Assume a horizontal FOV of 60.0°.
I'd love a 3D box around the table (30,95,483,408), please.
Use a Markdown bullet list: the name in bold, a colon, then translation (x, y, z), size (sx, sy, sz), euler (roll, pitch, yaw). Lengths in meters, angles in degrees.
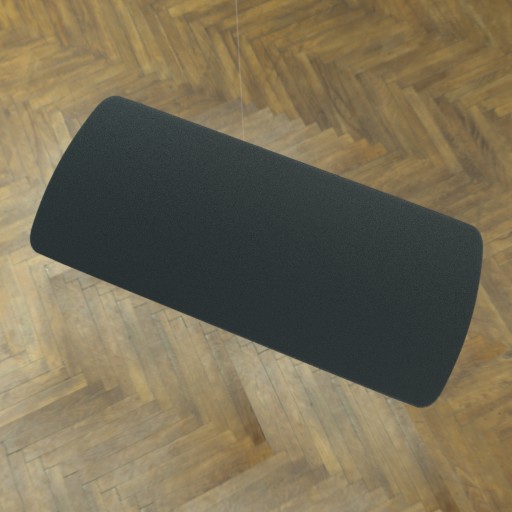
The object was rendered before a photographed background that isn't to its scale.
- **table**: translation (0.000, 0.000, 1.553), size (1.333, 0.457, 0.571), euler (21, 78, 5)
